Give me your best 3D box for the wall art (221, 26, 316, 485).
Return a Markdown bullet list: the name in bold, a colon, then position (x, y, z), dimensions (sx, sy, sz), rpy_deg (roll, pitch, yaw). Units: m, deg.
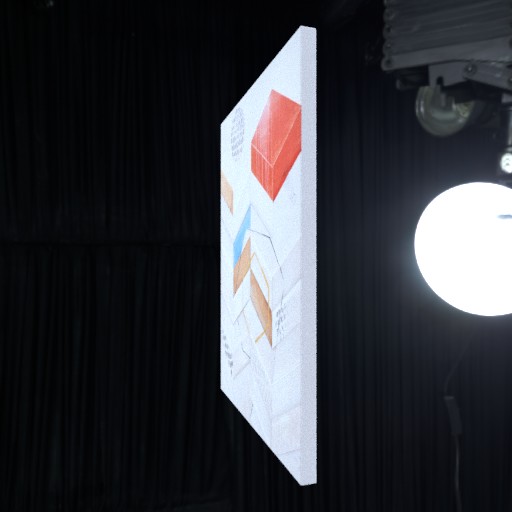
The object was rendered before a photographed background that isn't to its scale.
- **wall art**: position (0.000, 0.000, 1.616), dimensions (0.046, 1.221, 0.914), rpy_deg (0, 0, -18)
